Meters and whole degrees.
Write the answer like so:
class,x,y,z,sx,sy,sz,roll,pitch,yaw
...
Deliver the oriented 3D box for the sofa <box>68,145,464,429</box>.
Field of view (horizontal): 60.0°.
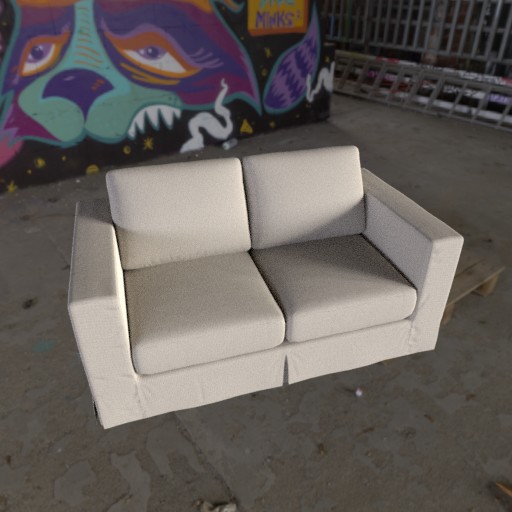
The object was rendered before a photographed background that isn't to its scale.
class,x,y,z,sx,sy,sz,roll,pitch,yaw
sofa,0.000,0.000,2.391,1.813,0.932,1.009,-9,33,-14
